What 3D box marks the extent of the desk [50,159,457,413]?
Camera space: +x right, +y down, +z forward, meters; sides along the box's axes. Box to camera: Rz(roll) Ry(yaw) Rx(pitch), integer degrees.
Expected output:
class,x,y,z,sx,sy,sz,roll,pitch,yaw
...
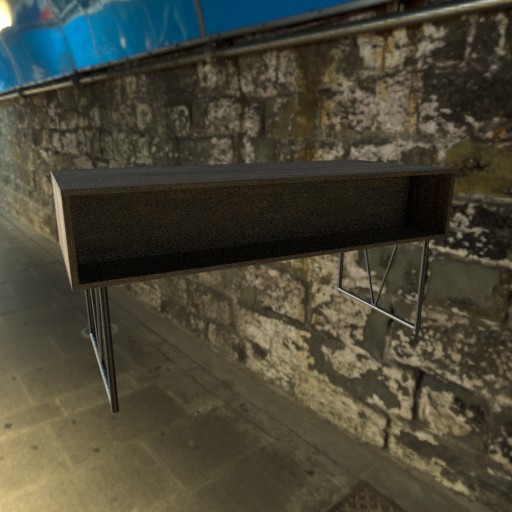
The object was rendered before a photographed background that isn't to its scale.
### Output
class,x,y,z,sx,sy,sz,roll,pitch,yaw
desk,0.000,0.000,2.024,1.600,0.780,0.730,-8,18,-25
